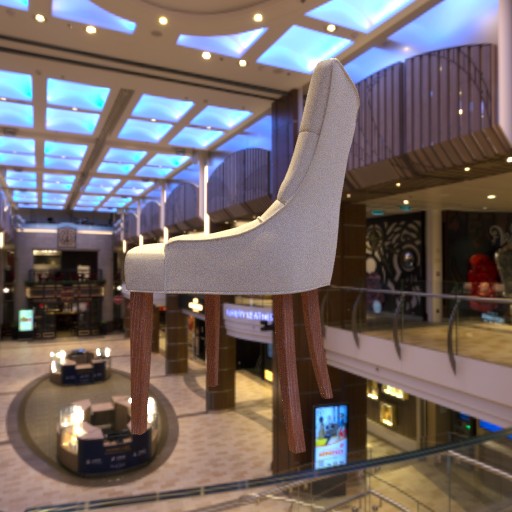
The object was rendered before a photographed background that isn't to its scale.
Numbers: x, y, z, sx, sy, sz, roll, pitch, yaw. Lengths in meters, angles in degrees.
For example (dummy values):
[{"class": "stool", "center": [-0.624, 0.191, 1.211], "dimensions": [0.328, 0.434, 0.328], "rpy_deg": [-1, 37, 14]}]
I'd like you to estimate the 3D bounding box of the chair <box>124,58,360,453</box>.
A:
[{"class": "chair", "center": [0.000, 0.000, 1.239], "dimensions": [0.565, 0.874, 0.509], "rpy_deg": [0, -1, 18]}]
